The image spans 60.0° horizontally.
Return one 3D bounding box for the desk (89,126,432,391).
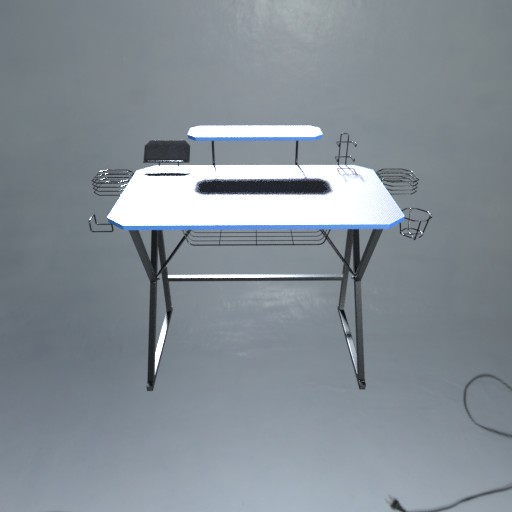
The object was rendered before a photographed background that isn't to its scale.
[{"bbox_3d":[0.000,0.000,1.808,1.295,0.909,0.594,0,31,0],"label":"desk"}]
